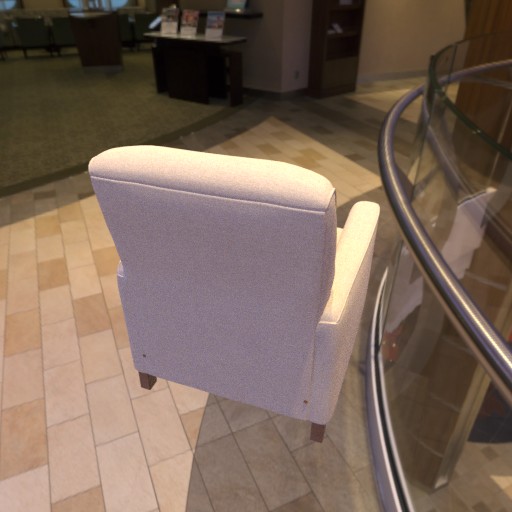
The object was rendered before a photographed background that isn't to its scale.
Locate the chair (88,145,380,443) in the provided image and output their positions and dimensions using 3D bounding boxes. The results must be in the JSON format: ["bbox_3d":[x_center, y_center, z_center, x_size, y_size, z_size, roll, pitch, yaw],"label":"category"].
[{"bbox_3d":[0.000,0.000,1.691,0.841,1.023,0.858,11,34,17],"label":"chair"}]
